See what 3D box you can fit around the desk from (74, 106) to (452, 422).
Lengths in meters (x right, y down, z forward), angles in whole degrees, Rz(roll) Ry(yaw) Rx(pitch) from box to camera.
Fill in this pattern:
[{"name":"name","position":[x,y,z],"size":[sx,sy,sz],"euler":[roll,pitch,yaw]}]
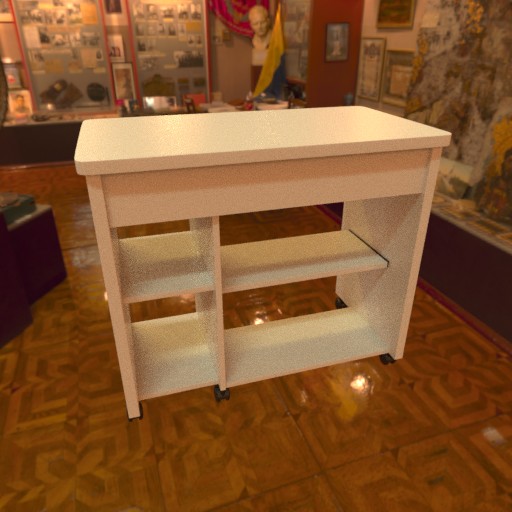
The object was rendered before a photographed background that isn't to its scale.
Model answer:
[{"name":"desk","position":[0.000,0.000,1.334],"size":[0.877,0.763,0.475],"euler":[-8,28,-15]}]
